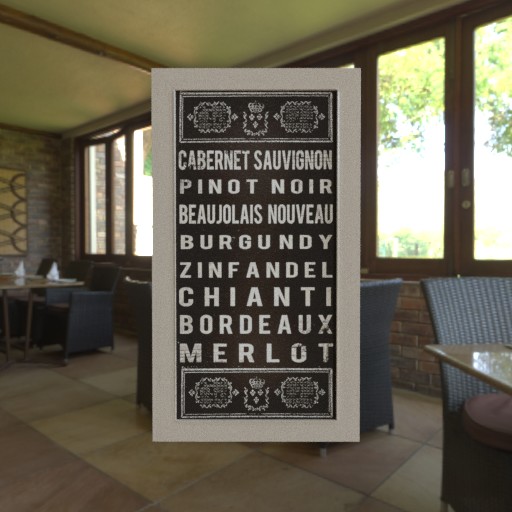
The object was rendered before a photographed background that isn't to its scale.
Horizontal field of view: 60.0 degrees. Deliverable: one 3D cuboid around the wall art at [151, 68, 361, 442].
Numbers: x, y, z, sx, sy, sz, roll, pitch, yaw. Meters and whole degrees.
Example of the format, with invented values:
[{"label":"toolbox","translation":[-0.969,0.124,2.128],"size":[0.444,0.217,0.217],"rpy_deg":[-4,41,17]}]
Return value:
[{"label":"wall art","translation":[0.000,0.000,0.816],"size":[0.380,0.683,0.013],"rpy_deg":[0,1,0]}]
